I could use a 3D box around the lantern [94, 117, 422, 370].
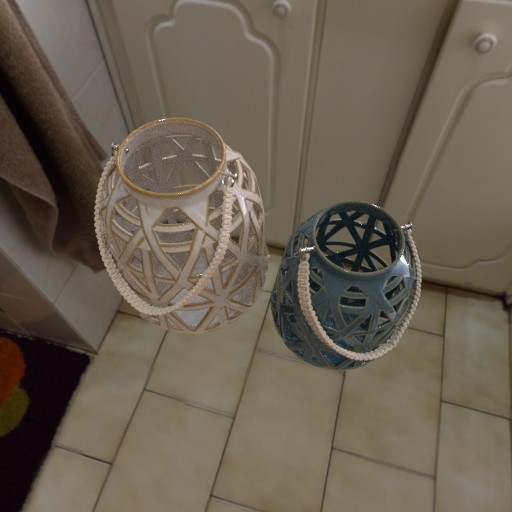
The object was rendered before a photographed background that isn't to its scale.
[{"bbox_3d":[0.000,0.000,0.613,0.439,0.307,0.245,15,58,10],"label":"lantern"}]
